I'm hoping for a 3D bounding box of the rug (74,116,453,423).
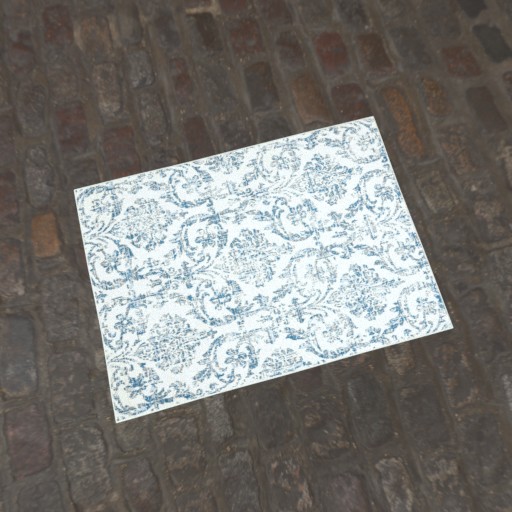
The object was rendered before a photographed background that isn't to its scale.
[{"bbox_3d":[0.000,0.000,2.963,2.197,0.014,1.586,-15,76,-4],"label":"rug"}]
